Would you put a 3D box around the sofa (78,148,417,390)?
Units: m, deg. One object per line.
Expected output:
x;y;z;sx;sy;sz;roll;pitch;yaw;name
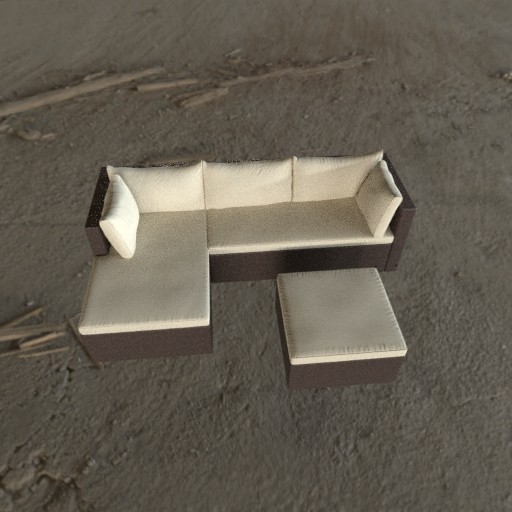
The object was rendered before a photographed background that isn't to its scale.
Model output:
0.000;0.000;3.000;2.192;0.766;1.612;-4;45;-4;sofa
